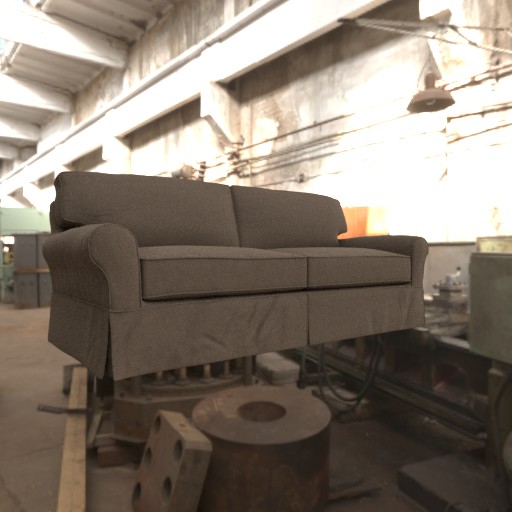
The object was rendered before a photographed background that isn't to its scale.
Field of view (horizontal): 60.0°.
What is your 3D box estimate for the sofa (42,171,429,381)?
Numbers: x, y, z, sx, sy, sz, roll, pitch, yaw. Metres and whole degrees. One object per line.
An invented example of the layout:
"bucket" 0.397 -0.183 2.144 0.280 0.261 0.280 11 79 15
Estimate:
"sofa" 0.000 0.000 2.683 2.248 0.943 0.991 0 1 -37
